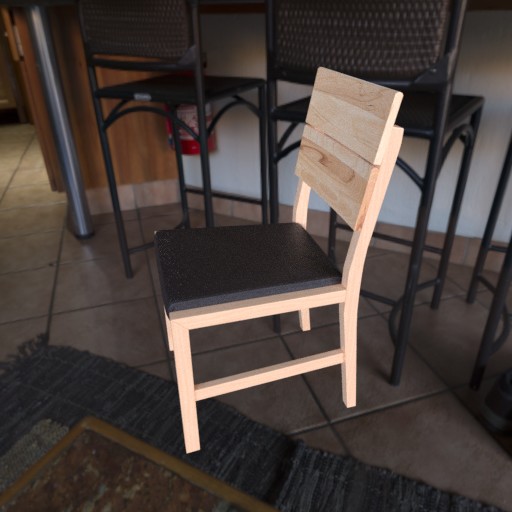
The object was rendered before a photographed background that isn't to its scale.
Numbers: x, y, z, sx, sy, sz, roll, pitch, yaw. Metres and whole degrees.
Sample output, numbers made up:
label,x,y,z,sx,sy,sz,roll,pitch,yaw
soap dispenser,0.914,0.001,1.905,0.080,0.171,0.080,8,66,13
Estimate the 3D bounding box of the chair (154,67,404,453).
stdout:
label,x,y,z,sx,sy,sz,roll,pitch,yaw
chair,0.000,0.000,1.285,0.560,0.950,0.475,-8,31,-13
